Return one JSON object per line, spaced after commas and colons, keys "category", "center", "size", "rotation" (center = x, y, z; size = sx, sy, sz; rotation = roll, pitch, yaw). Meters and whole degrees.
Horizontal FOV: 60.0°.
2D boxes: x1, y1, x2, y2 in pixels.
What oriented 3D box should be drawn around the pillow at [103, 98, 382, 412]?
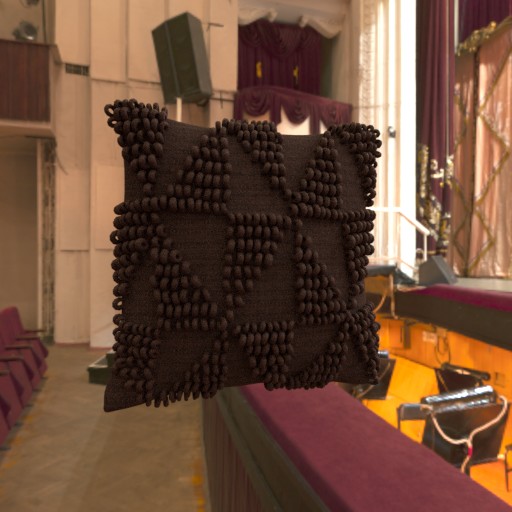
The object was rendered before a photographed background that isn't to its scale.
{"category": "pillow", "center": [0.000, 0.000, 0.722], "size": [0.470, 0.467, 0.172], "rotation": [0, 0, -18]}
